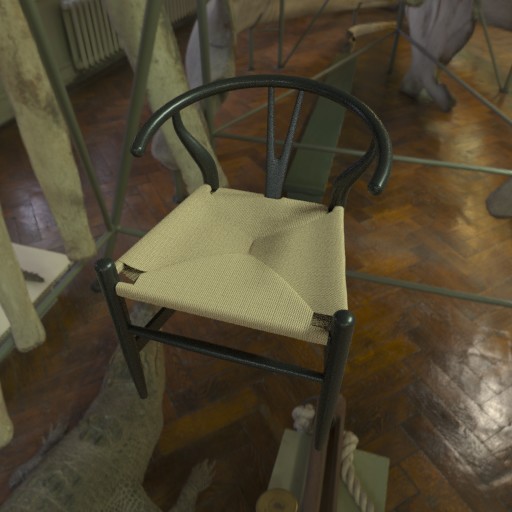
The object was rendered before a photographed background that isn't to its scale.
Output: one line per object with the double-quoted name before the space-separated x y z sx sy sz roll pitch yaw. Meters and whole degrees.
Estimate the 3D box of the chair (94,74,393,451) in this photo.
"chair" 0.000 0.000 1.148 0.570 0.739 0.570 11 42 13
